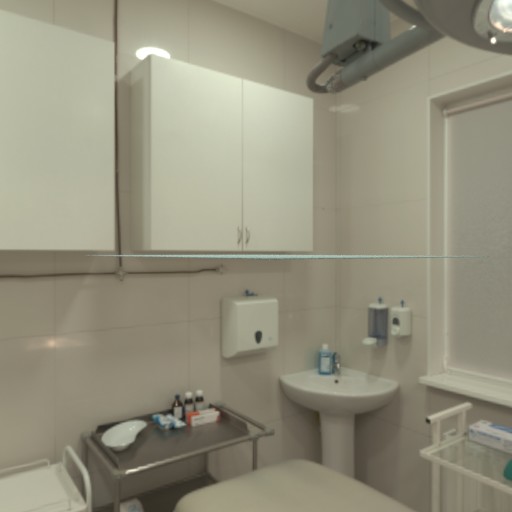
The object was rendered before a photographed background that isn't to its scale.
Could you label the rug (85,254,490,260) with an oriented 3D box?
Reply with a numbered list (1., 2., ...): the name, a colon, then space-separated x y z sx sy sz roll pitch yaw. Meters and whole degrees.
1. rug: 0.000 0.000 3.717 1.982 0.006 2.895 0 1 -36
